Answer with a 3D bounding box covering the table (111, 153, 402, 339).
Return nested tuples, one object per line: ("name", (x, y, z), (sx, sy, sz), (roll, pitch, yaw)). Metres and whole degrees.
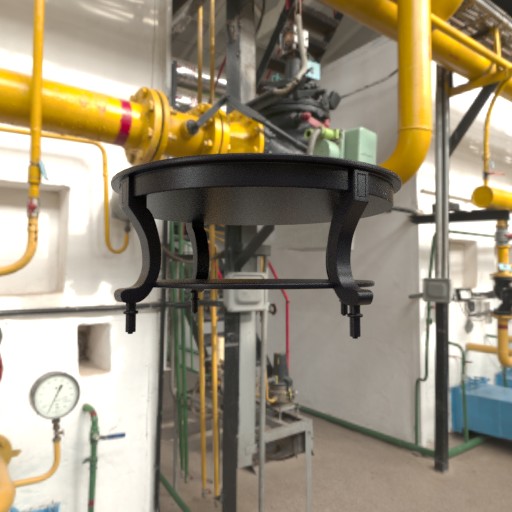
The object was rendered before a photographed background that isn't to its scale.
("table", (0.000, 0.000, 1.631), (1.029, 0.491, 1.029), (0, -2, 0))
